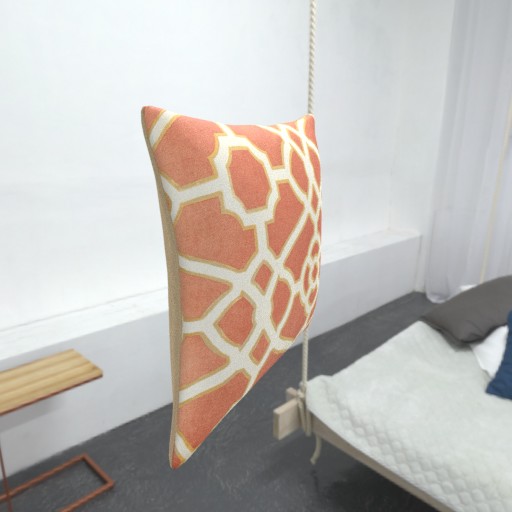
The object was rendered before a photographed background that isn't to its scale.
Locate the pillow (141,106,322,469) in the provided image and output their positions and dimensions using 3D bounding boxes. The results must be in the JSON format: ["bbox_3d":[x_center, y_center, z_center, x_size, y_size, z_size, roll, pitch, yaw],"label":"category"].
[{"bbox_3d":[0.000,0.000,0.814,0.166,0.508,0.552,8,19,26],"label":"pillow"}]
